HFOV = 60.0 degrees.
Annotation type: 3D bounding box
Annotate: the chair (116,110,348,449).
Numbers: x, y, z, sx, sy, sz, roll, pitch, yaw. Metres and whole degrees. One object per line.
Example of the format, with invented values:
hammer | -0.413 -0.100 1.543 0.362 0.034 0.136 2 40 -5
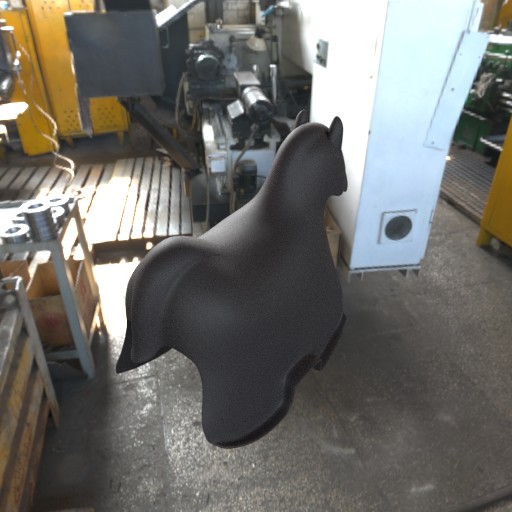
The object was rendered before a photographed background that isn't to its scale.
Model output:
chair | 0.000 0.000 1.128 0.429 0.612 0.800 22 38 32
